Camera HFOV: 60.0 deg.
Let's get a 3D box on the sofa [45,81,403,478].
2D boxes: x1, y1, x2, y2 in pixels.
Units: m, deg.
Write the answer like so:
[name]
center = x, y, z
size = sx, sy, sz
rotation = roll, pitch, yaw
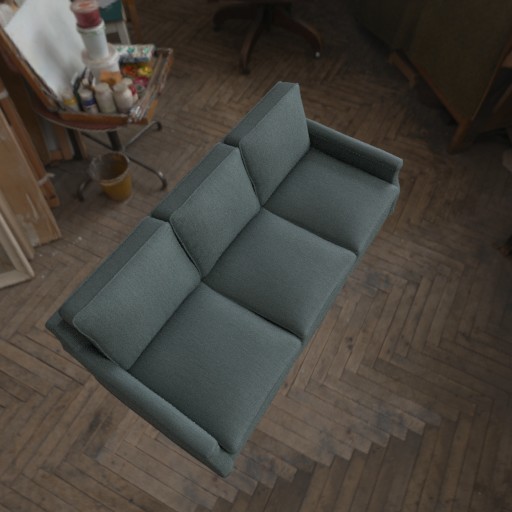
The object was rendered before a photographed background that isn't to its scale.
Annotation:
[sofa]
center = 0.000, 0.000, 2.769
size = 1.084, 1.003, 2.246
rotation = 29, 63, 17
